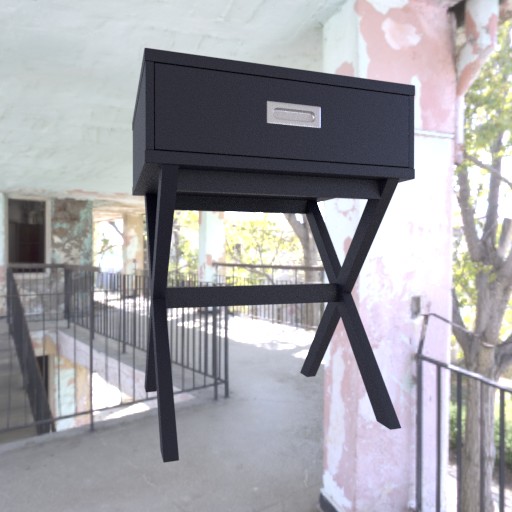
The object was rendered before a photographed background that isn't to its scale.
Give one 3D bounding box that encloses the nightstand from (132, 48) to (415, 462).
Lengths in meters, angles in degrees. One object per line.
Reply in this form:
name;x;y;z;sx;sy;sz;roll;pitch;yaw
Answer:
nightstand;0.000;0.000;0.924;0.479;0.623;0.402;0;0;-18
